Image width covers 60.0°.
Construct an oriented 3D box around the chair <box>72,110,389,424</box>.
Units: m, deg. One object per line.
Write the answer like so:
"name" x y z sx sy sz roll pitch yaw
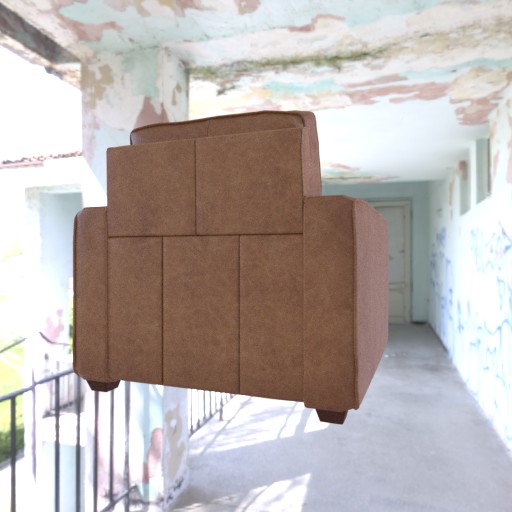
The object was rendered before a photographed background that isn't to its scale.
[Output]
"chair" 0.000 0.000 1.750 0.987 0.901 1.027 0 0 18
